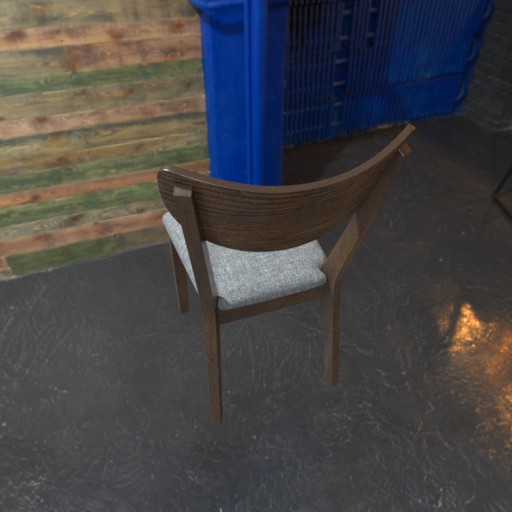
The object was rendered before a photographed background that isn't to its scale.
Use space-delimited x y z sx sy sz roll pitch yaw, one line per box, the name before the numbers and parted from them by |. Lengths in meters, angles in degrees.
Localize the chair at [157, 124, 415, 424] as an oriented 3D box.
chair | 0.000 0.000 1.195 0.491 0.849 0.583 -13 42 -15
